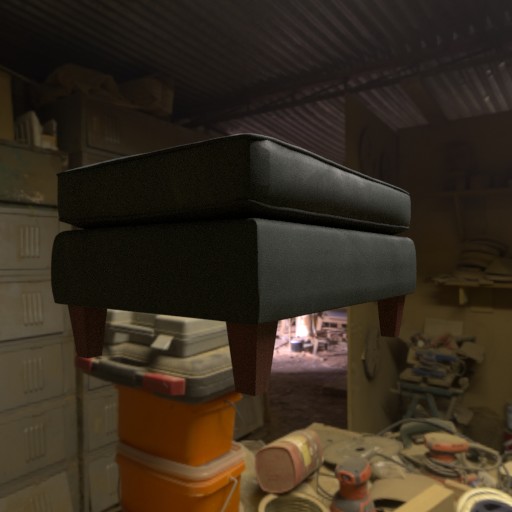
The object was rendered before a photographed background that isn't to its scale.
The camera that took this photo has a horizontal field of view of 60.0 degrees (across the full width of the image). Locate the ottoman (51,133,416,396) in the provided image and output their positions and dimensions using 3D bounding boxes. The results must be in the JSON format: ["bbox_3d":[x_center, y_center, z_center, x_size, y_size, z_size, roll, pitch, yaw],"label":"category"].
[{"bbox_3d":[0.000,0.000,1.232,0.632,0.495,0.864,0,-1,36],"label":"ottoman"}]
